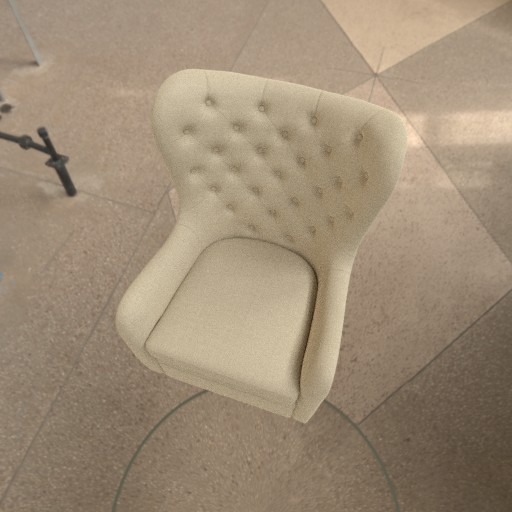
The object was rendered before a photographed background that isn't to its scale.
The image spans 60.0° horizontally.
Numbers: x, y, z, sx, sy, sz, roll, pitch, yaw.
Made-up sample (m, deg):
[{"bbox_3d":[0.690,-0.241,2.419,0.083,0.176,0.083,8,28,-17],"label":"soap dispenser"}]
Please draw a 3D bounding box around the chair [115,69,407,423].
[{"bbox_3d":[0.000,0.000,1.748,0.831,1.079,0.929,16,60,9],"label":"chair"}]
